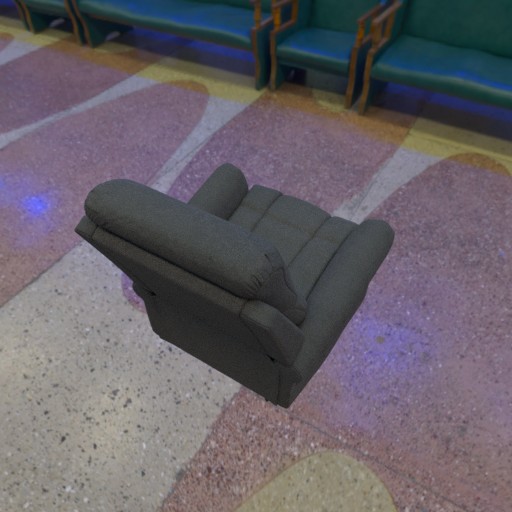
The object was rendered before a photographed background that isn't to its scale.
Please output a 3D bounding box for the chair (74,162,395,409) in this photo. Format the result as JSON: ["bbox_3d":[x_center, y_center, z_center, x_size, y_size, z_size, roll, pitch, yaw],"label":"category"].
[{"bbox_3d":[0.000,0.000,1.743,0.871,1.031,0.979,24,52,21],"label":"chair"}]
